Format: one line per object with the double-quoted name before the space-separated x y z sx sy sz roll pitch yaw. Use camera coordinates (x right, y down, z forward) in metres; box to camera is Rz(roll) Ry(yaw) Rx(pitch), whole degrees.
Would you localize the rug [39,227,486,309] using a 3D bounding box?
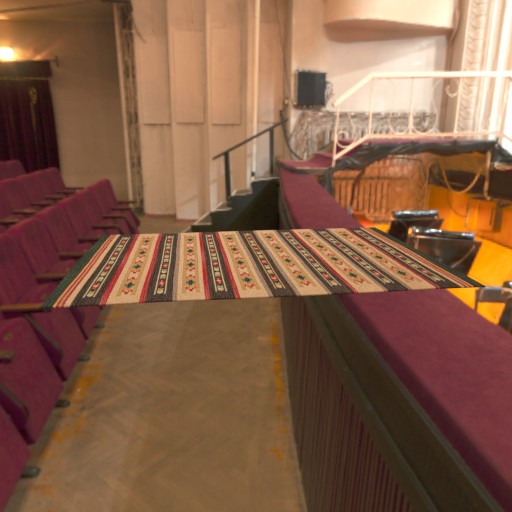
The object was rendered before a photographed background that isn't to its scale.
"rug" 0.000 0.000 2.361 1.825 0.009 1.221 -2 16 -7
